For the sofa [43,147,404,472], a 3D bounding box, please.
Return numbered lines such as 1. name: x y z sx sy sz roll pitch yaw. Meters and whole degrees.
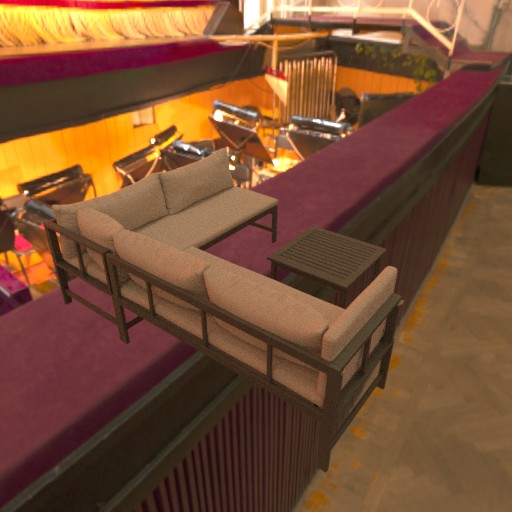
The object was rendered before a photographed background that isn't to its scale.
1. sofa: 0.000 0.000 2.917 2.096 0.758 1.658 21 36 32
